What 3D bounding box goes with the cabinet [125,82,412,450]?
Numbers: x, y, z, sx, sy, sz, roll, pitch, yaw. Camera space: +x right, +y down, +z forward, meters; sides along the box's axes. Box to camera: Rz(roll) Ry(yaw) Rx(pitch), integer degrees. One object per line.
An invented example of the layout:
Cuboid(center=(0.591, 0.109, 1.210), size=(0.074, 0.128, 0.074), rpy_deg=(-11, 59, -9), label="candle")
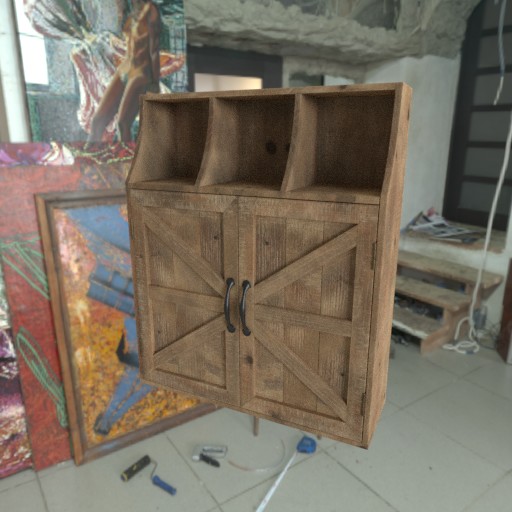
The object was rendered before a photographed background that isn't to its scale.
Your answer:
Cuboid(center=(0.000, 0.000, 0.837), size=(0.489, 0.590, 0.184), rpy_deg=(7, 17, 25), label="cabinet")
